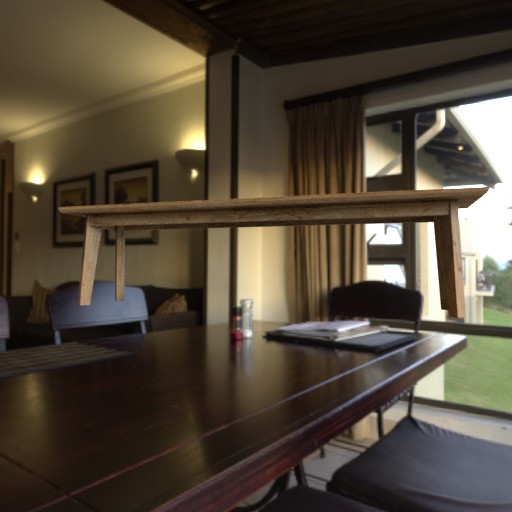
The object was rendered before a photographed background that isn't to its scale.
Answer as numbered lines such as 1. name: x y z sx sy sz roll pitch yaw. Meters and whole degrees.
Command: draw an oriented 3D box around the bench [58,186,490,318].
1. bench: 0.000 0.000 1.858 1.698 0.431 0.378 0 -1 18
